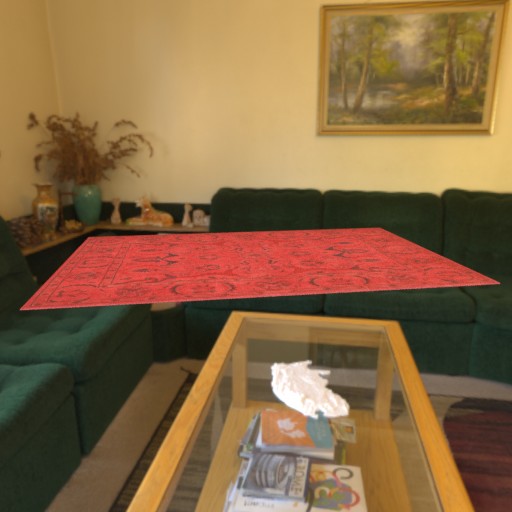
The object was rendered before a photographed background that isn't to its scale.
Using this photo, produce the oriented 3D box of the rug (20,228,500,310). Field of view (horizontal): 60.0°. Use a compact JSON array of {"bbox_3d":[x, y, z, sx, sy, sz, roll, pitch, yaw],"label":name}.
[{"bbox_3d":[0.000,0.000,2.936,2.423,0.010,1.534,-2,15,-9],"label":"rug"}]
